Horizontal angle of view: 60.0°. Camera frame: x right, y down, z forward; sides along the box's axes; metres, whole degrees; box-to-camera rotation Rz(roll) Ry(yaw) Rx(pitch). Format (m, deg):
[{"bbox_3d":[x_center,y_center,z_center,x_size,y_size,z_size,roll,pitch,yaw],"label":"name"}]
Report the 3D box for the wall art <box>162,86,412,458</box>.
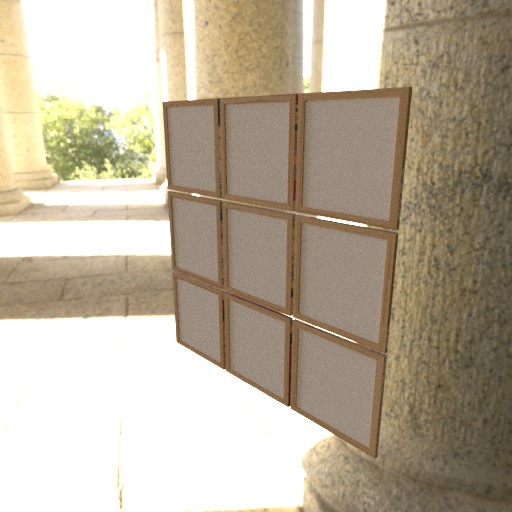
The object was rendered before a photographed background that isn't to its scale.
[{"bbox_3d":[0.000,0.000,1.344,0.013,0.913,0.904,-16,23,-42],"label":"wall art"}]
